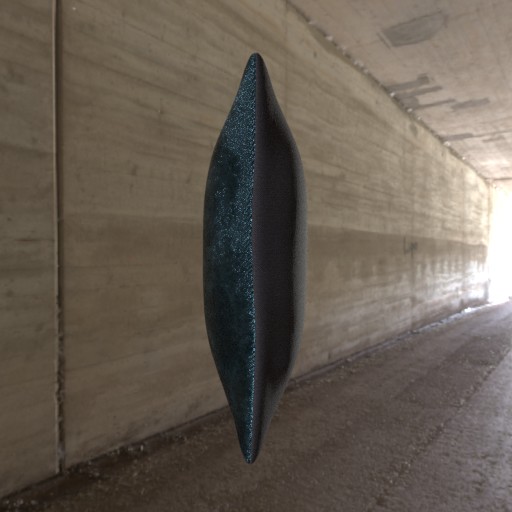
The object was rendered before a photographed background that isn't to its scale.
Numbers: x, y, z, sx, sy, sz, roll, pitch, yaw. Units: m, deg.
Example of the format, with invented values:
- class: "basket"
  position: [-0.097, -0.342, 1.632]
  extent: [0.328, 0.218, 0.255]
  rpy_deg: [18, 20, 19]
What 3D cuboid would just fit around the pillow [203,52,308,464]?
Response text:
- class: "pillow"
  position: [0.000, 0.000, 0.661]
  extent: [0.138, 0.430, 0.436]
  rpy_deg: [0, 1, 1]
